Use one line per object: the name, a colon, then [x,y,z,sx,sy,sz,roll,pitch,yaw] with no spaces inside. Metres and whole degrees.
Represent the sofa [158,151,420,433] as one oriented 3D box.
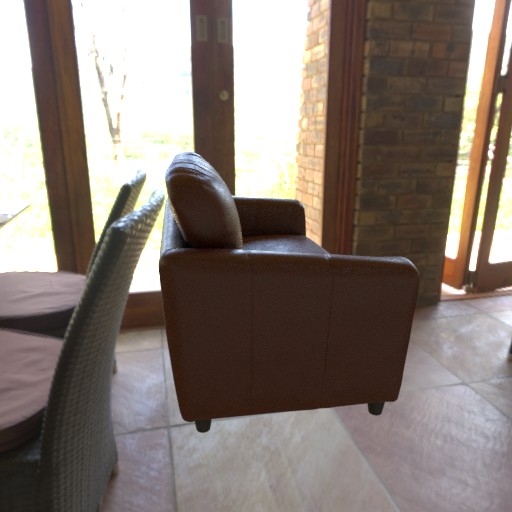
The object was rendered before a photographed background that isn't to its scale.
sofa: [0.000,0.000,1.986,0.805,0.906,1.406,-3,16,-10]
